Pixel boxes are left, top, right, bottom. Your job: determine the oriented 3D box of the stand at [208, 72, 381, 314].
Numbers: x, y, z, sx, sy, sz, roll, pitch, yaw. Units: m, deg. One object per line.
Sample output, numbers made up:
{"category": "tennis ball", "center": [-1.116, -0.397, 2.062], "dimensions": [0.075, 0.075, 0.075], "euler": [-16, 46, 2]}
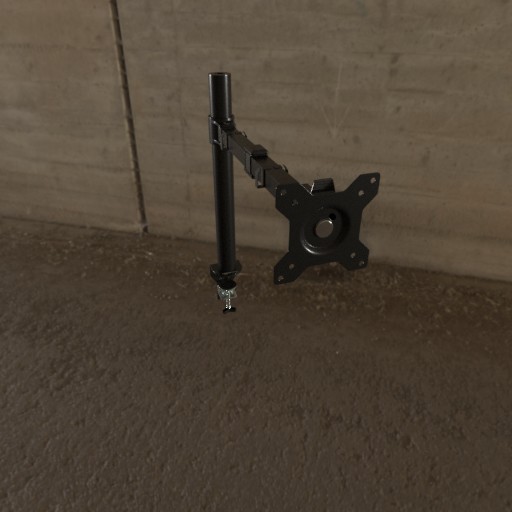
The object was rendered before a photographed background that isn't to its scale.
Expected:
{"category": "stand", "center": [0.000, 0.000, 0.730], "dimensions": [0.115, 0.510, 0.456], "euler": [-10, 32, -16]}
